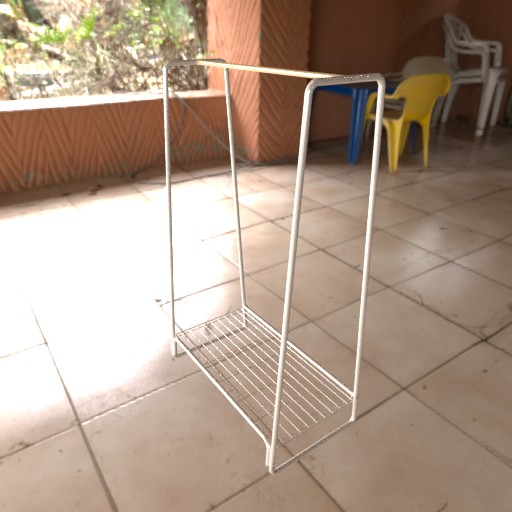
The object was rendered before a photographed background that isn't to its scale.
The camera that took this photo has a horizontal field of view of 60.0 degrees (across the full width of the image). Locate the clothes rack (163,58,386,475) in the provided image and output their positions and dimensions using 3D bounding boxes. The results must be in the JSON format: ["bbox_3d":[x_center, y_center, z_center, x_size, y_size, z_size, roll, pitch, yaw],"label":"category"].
[{"bbox_3d":[0.000,0.000,1.897,0.495,1.500,0.900,-18,32,-31],"label":"clothes rack"}]
